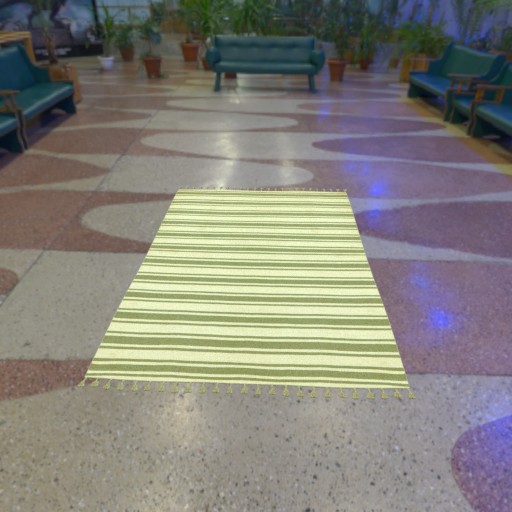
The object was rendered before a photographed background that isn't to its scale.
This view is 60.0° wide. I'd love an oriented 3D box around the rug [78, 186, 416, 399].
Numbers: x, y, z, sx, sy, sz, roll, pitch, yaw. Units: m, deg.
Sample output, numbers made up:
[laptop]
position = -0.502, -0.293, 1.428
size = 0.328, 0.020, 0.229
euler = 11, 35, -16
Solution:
[rug]
position = 0.000, 0.000, 3.039
size = 1.540, 0.018, 2.435
euler = 1, 31, 2
